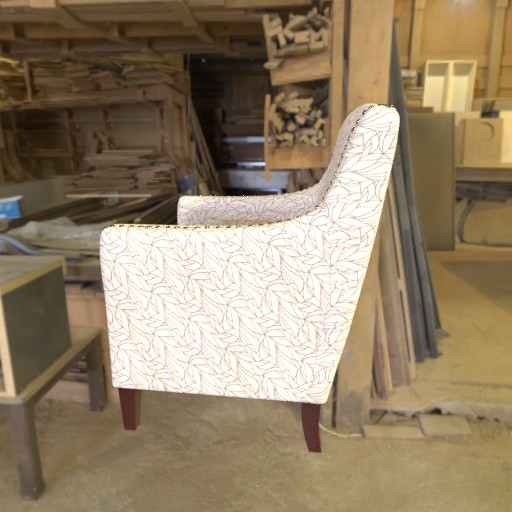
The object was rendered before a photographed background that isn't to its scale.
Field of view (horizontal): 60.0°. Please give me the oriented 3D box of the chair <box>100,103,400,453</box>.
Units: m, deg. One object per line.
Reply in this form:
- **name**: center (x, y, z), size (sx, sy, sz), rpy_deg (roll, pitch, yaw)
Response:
- **chair**: center (0.000, 0.000, 1.285), size (0.651, 0.816, 0.623), rpy_deg (2, 15, 8)
